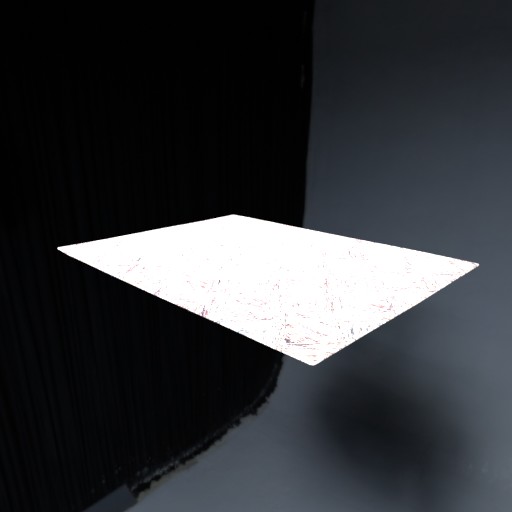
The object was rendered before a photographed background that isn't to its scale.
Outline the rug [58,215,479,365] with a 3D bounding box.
[{"bbox_3d":[0.000,0.000,4.176,3.226,0.024,2.436,16,22,42],"label":"rug"}]
